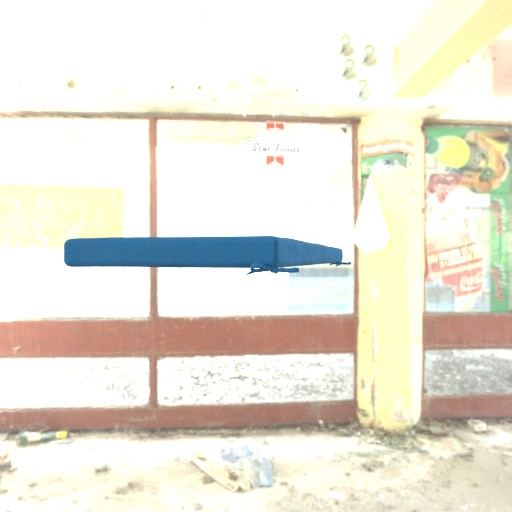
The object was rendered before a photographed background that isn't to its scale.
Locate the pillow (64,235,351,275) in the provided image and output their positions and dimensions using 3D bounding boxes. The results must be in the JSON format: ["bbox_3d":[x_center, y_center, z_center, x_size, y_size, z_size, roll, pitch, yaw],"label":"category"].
[{"bbox_3d":[0.000,0.000,1.380,0.492,0.081,1.187,0,0,17],"label":"pillow"}]
